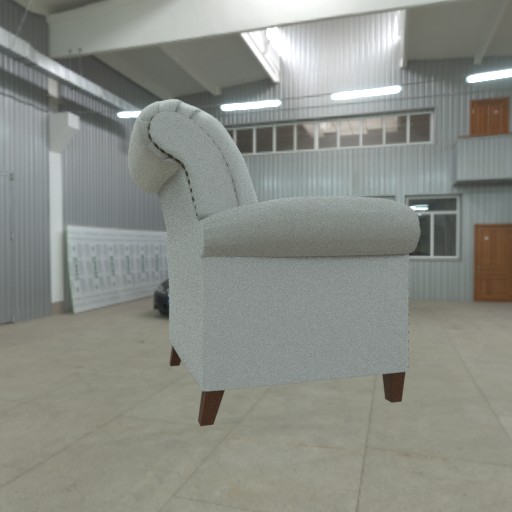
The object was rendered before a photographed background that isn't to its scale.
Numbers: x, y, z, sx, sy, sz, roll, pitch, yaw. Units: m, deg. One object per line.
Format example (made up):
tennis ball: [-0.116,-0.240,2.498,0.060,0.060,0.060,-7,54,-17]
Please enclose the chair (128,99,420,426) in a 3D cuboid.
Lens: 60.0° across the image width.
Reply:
chair: [0.000,0.000,1.626,0.890,0.927,0.854,0,1,-18]
